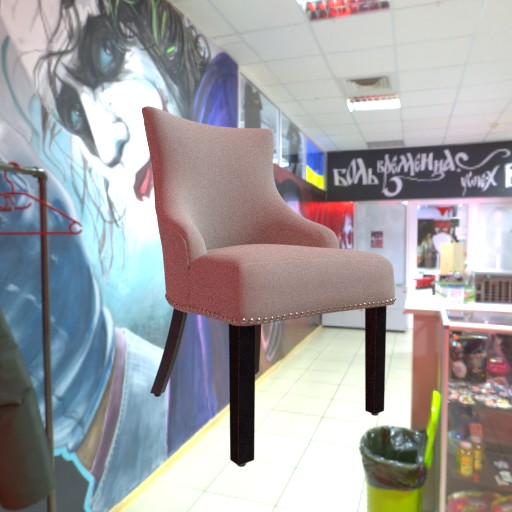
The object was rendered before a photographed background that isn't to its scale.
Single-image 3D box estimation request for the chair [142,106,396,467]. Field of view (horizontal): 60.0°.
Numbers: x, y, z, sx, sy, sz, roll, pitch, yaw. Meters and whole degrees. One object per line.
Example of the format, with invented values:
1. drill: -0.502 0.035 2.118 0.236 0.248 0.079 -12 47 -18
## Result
1. chair: 0.000 0.000 1.322 0.566 0.909 0.629 -2 3 -37
